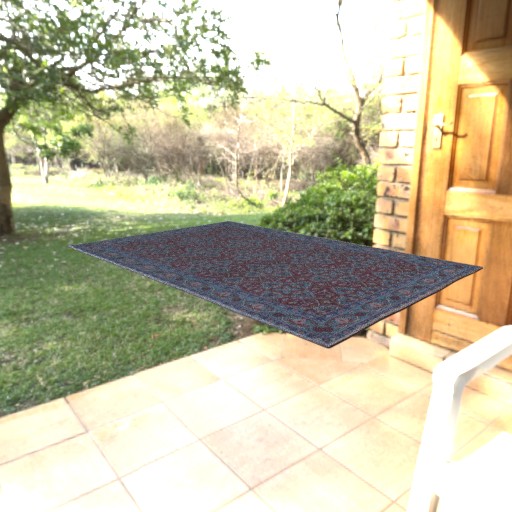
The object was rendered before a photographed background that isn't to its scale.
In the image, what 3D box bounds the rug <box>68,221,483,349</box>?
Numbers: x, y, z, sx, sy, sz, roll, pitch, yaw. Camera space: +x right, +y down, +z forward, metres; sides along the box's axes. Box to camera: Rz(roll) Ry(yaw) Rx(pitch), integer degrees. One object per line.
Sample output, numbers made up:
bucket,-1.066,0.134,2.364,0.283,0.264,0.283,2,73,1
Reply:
rug,0.000,0.000,2.306,1.219,0.009,1.829,-13,19,-43
